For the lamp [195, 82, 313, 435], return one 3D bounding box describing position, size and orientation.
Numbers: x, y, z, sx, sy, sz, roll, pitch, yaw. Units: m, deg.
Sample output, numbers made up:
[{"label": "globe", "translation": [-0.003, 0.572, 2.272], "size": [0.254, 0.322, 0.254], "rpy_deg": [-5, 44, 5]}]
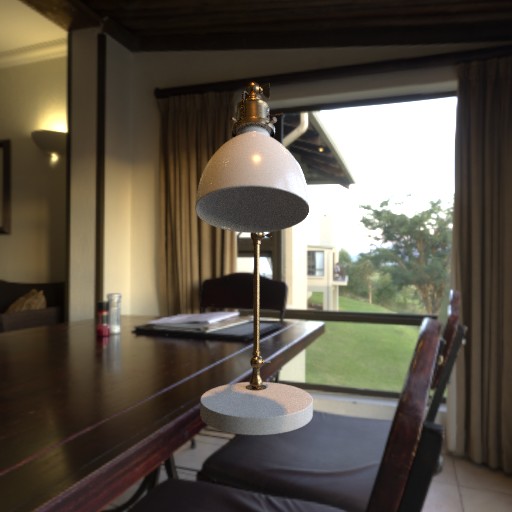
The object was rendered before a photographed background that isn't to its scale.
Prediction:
[{"label": "lamp", "translation": [0.000, 0.000, 0.692], "size": [0.186, 0.522, 0.317], "rpy_deg": [0, 0, 1]}]
